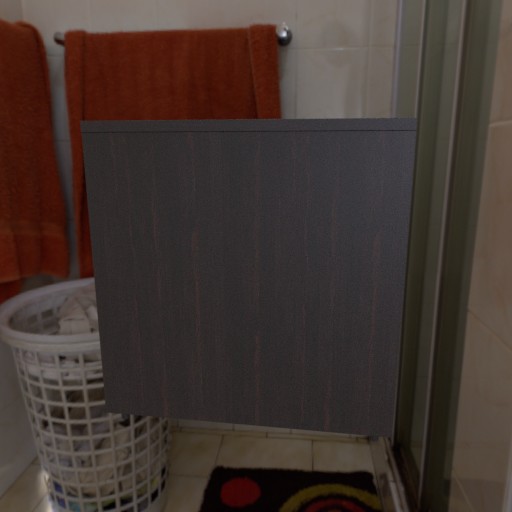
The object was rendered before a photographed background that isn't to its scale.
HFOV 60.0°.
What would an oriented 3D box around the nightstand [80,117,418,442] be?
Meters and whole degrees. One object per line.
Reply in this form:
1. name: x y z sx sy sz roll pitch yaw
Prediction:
1. nightstand: 0.000 0.000 0.824 0.461 0.460 0.400 2 13 8
